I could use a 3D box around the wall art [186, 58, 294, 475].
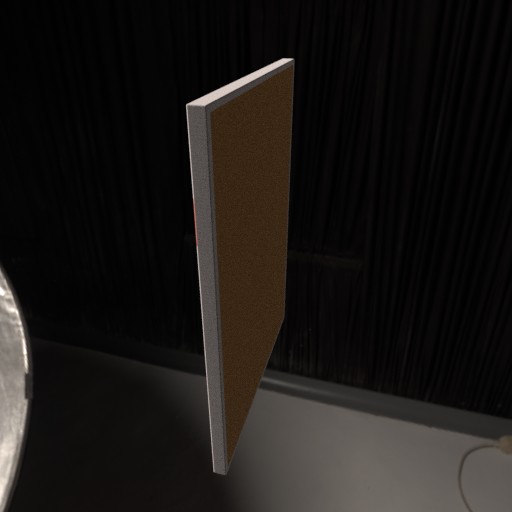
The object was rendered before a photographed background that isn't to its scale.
[{"bbox_3d":[0.000,0.000,1.600,0.046,1.221,0.914,8,31,14],"label":"wall art"}]
